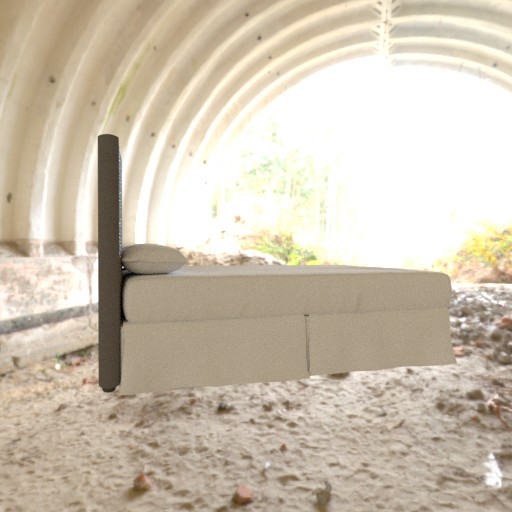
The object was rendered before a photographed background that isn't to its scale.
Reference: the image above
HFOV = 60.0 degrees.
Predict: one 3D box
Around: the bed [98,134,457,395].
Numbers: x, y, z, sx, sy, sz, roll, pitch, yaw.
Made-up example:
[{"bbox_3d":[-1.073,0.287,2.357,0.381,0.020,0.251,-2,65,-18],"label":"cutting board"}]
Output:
[{"bbox_3d":[0.000,0.000,3.422,2.282,1.436,1.821,0,1,-19],"label":"bed"}]
